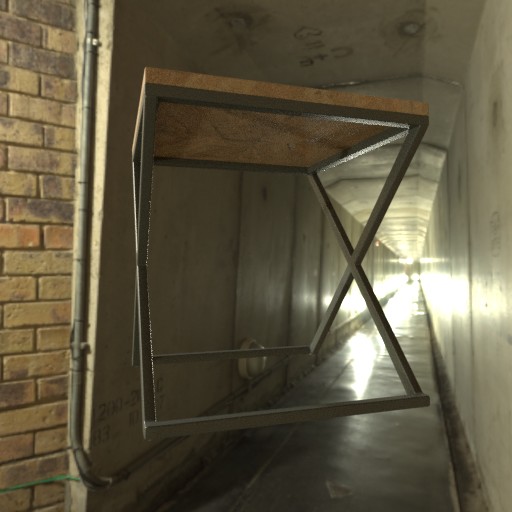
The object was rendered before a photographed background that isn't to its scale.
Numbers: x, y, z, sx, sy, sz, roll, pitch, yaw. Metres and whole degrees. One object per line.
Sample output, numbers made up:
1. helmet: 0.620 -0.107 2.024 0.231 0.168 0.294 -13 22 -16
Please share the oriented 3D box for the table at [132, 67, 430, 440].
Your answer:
1. table: 0.000 0.000 0.956 0.499 0.550 0.498 0 -1 -18
